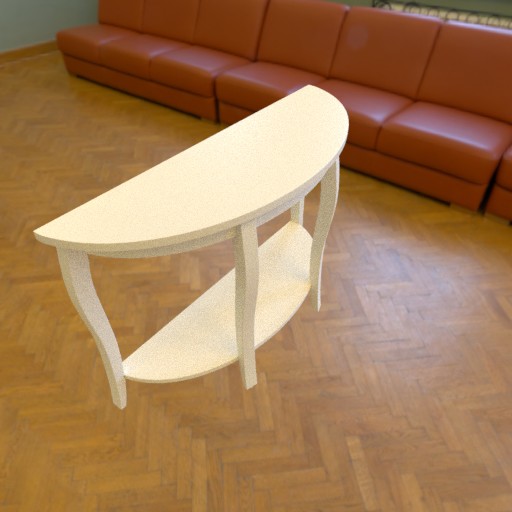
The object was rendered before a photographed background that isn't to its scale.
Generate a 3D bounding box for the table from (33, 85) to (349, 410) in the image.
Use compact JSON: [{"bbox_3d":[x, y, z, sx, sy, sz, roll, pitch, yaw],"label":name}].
[{"bbox_3d":[0.000,0.000,1.575,0.394,0.780,1.219,26,47,27],"label":"table"}]
